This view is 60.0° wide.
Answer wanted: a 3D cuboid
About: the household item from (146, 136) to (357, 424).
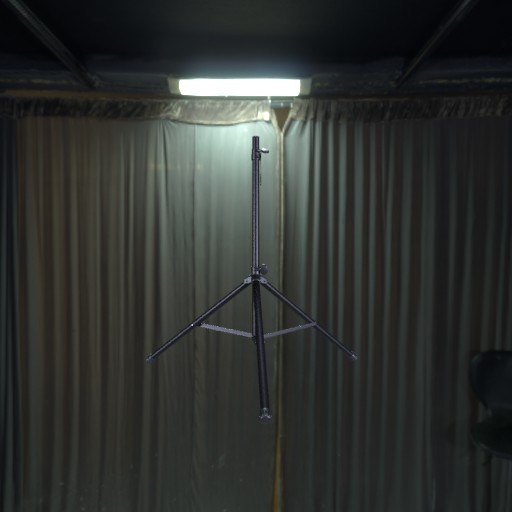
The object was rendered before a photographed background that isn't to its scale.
[{"bbox_3d":[0.000,0.000,2.730,1.596,1.595,1.339,0,0,-2],"label":"household item"}]
